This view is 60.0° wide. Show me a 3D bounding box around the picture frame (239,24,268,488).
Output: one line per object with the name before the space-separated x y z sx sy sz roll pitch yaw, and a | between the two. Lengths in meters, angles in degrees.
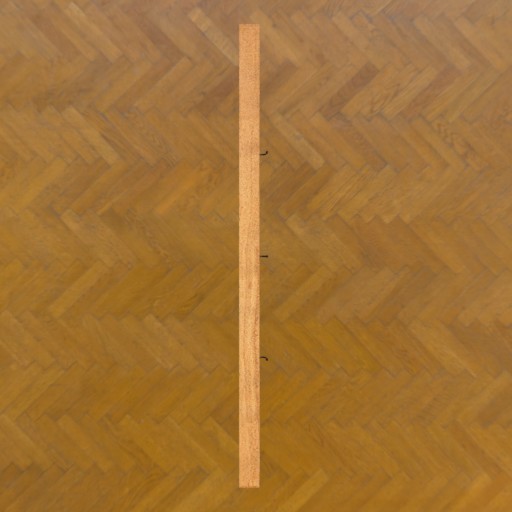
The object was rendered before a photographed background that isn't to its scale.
picture frame | 0.000 0.000 0.674 0.045 0.234 0.582 0 90 -1
